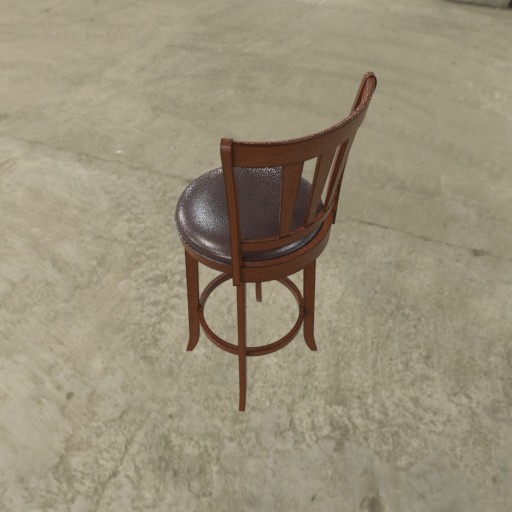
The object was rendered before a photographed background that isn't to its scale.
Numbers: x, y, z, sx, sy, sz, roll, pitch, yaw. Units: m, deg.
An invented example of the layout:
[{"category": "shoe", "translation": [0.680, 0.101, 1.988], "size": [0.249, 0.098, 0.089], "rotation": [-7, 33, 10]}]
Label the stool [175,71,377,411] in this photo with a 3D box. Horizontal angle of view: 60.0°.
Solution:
[{"category": "stool", "translation": [0.000, 0.000, 1.437], "size": [0.464, 1.177, 0.503], "rotation": [-32, 54, -27]}]
